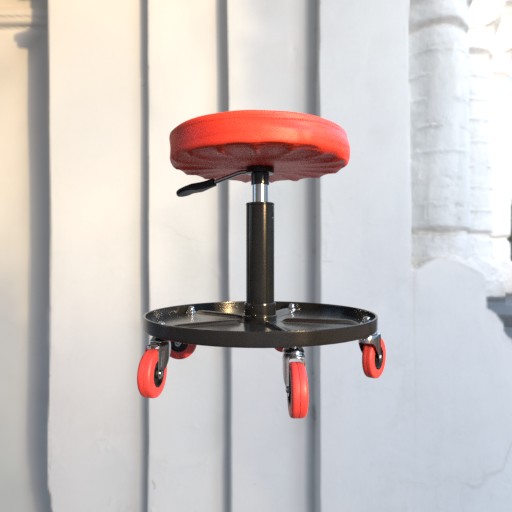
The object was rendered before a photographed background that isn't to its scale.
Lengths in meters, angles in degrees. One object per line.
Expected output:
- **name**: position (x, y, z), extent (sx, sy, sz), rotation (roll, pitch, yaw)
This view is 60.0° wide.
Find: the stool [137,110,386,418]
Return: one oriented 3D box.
- **stool**: position (0.000, 0.000, 0.685), extent (0.382, 0.365, 0.381), rotation (0, 0, 18)
